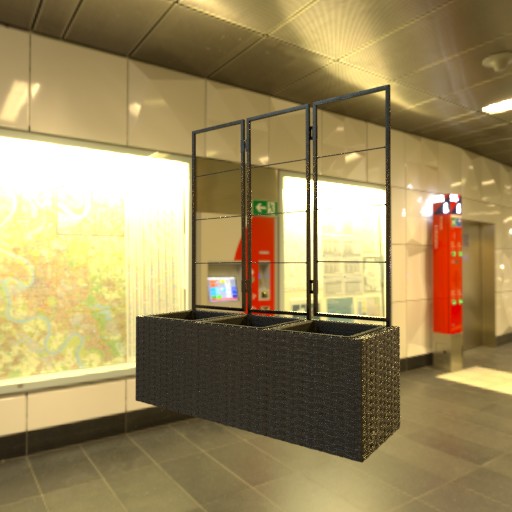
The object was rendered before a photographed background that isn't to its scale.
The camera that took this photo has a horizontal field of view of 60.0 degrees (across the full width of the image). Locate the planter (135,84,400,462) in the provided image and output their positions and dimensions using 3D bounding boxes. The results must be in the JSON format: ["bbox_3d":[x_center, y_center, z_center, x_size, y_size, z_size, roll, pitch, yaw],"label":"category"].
[{"bbox_3d":[0.000,0.000,1.194,0.698,0.841,0.244,-1,-1,36],"label":"planter"}]
